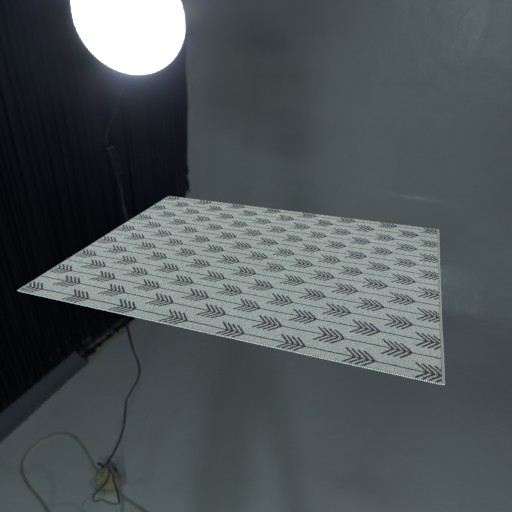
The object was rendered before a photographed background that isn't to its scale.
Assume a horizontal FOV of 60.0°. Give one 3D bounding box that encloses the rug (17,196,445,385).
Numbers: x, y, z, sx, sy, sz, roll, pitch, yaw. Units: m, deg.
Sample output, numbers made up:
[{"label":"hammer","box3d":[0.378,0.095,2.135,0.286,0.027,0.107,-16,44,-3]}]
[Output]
[{"label":"rug","box3d":[0.000,0.000,3.911,3.061,0.010,2.330,9,28,17]}]
